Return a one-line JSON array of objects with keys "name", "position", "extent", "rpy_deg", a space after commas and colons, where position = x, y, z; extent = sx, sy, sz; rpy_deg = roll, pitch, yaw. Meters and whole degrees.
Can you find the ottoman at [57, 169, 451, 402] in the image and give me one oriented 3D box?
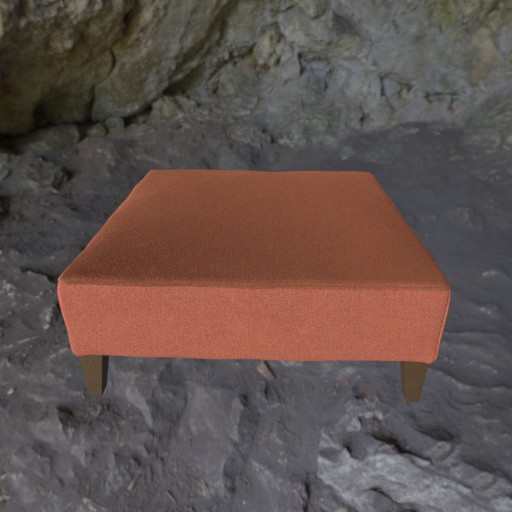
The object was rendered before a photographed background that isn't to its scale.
[{"name": "ottoman", "position": [0.000, 0.000, 1.591], "extent": [0.999, 0.438, 0.997], "rpy_deg": [1, 27, 1]}]
